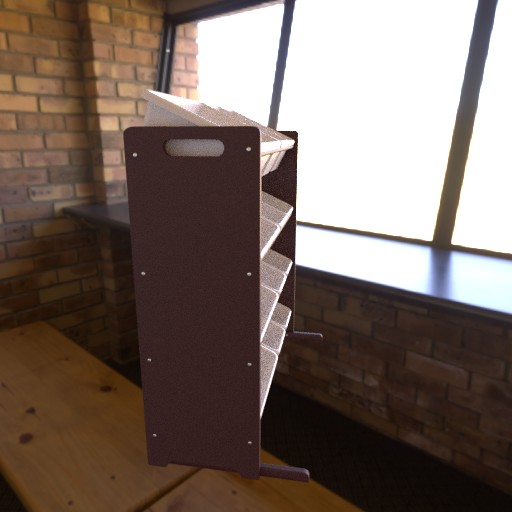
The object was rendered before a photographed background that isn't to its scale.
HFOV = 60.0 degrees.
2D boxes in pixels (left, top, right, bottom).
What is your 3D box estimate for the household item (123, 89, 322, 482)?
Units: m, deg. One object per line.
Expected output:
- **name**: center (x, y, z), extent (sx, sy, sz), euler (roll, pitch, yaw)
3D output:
- **household item**: center (0.000, 0.000, 1.301), extent (0.389, 0.864, 0.787), euler (3, 16, 10)
